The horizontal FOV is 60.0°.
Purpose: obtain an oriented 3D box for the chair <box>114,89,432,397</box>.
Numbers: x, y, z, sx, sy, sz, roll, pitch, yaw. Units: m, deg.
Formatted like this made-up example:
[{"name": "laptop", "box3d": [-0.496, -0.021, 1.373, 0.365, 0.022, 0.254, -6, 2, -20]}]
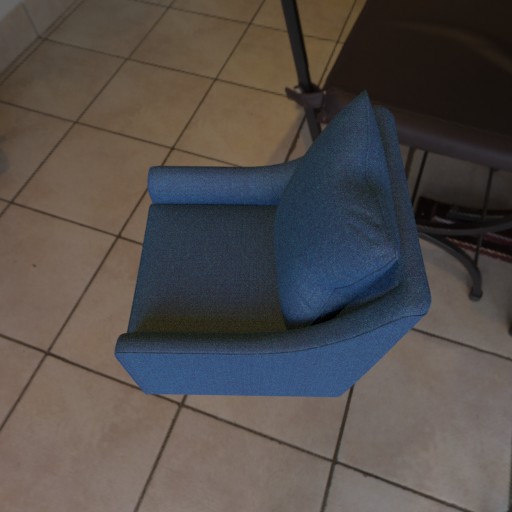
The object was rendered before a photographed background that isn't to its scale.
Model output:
[{"name": "chair", "box3d": [0.000, 0.000, 1.552, 0.870, 0.939, 0.750, 1, 59, 0]}]
